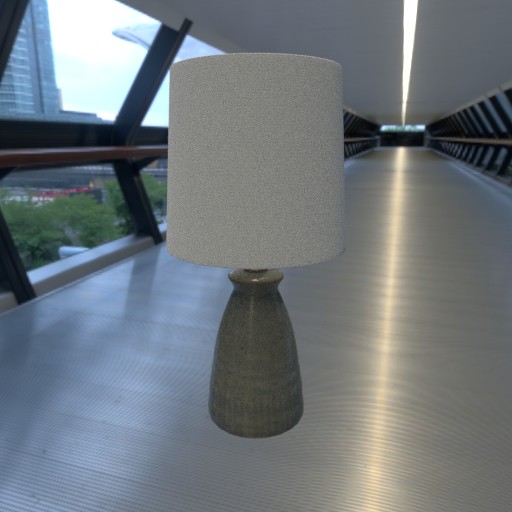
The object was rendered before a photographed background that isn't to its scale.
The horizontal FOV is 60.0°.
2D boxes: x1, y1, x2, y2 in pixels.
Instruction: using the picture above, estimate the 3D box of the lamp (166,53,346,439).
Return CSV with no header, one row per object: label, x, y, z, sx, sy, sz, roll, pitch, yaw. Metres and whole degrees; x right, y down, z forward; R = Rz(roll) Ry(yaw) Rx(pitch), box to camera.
lamp,0.000,0.000,0.472,0.186,0.369,0.186,0,14,0
